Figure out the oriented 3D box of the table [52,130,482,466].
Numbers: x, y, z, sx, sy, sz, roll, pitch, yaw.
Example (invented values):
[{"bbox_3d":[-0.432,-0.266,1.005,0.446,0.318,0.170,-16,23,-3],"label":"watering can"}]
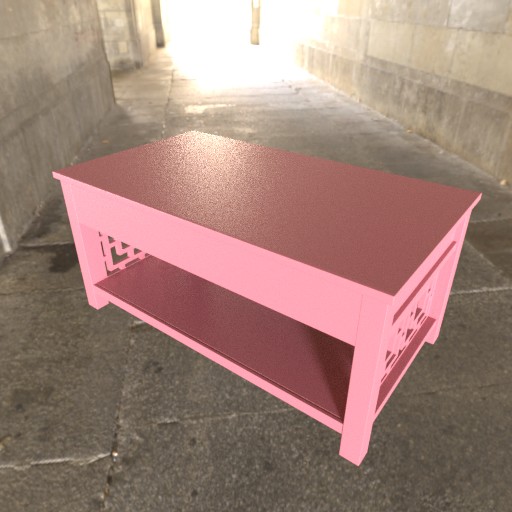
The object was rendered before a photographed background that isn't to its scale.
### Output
[{"bbox_3d":[0.000,0.000,1.382,1.068,0.493,0.612,21,36,32],"label":"table"}]
